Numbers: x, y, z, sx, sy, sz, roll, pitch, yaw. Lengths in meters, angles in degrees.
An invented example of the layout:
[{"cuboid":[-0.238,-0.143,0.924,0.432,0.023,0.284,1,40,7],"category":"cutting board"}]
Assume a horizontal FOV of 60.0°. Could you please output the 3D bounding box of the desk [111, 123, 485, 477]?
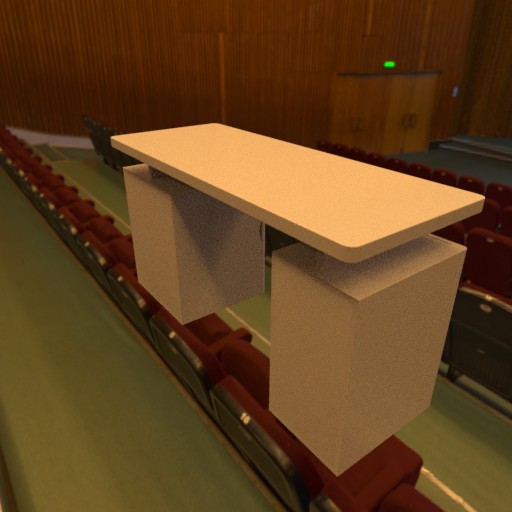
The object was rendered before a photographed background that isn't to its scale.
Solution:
[{"cuboid":[0.000,0.000,1.741,0.550,0.762,1.400,-19,32,-32],"category":"desk"}]
